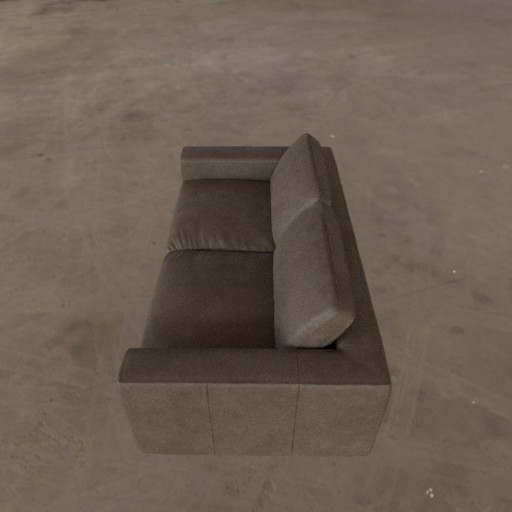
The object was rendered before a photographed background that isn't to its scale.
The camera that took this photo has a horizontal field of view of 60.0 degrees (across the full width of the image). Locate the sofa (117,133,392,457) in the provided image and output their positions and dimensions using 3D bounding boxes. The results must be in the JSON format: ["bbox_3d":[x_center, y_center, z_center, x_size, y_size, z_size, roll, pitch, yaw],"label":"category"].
[{"bbox_3d":[0.000,0.000,2.470,1.070,0.800,1.920,0,41,0],"label":"sofa"}]
